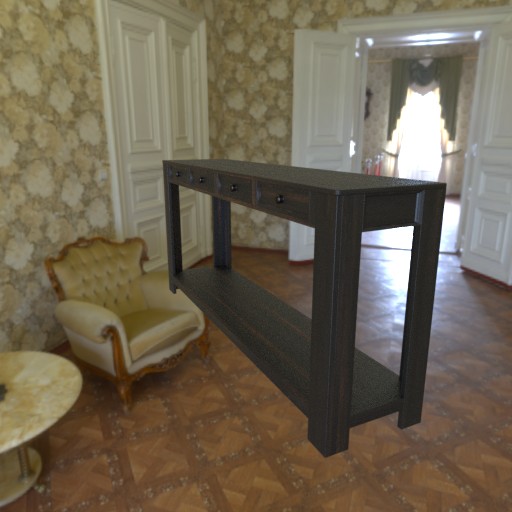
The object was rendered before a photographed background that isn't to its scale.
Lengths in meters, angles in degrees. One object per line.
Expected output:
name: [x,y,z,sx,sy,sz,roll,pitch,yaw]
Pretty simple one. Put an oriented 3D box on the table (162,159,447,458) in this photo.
table: [0.000,0.000,1.948,0.384,0.762,1.631,-7,17,-25]
